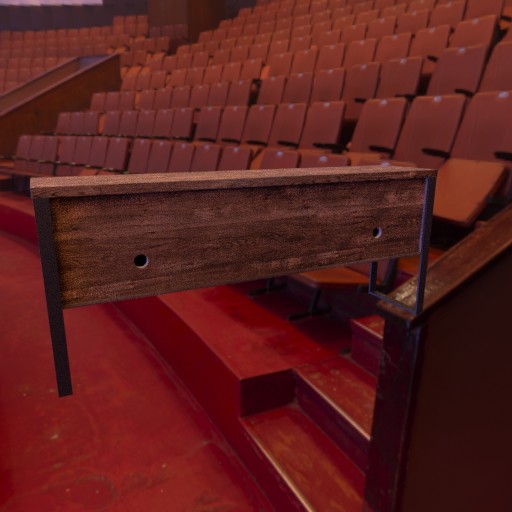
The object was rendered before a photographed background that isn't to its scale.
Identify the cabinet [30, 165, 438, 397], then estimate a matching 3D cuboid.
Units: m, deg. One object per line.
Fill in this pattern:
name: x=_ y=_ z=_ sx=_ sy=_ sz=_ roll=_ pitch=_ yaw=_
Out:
cabinet: x=0.000 y=0.000 z=2.069 sx=1.800 sy=0.762 sz=0.395 roll=-7 pitch=17 yaw=-25
